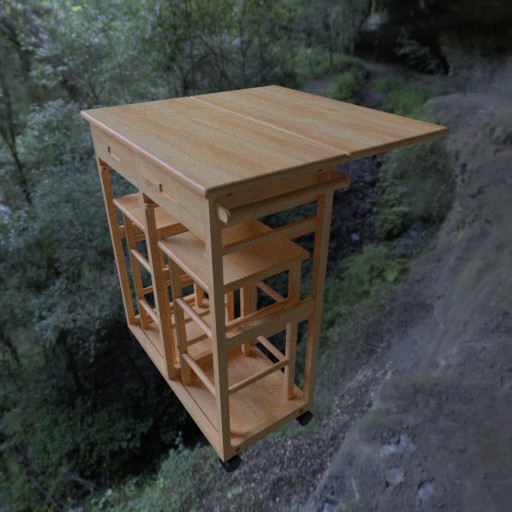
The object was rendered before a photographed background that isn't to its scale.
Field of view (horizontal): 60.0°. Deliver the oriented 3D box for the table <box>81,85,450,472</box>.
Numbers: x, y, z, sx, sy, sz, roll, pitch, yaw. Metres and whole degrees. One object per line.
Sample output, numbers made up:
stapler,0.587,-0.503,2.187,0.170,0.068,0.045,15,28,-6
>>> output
table,0.000,0.000,1.375,0.693,0.832,0.752,-20,36,-30
